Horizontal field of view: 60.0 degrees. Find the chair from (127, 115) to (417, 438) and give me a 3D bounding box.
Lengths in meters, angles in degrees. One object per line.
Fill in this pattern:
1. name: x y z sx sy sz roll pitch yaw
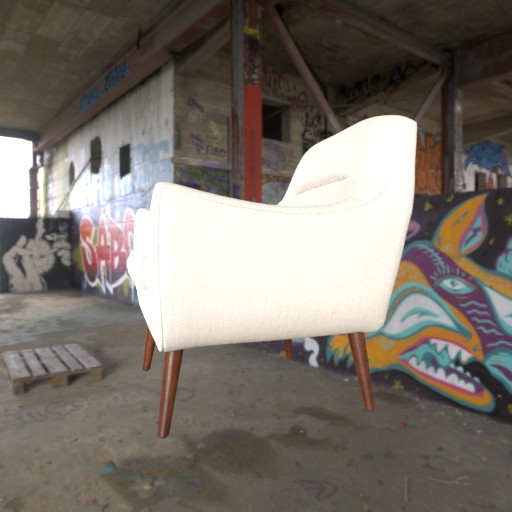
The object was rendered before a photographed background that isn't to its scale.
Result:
1. chair: 0.000 0.000 1.416 0.787 0.838 0.762 0 1 -18
